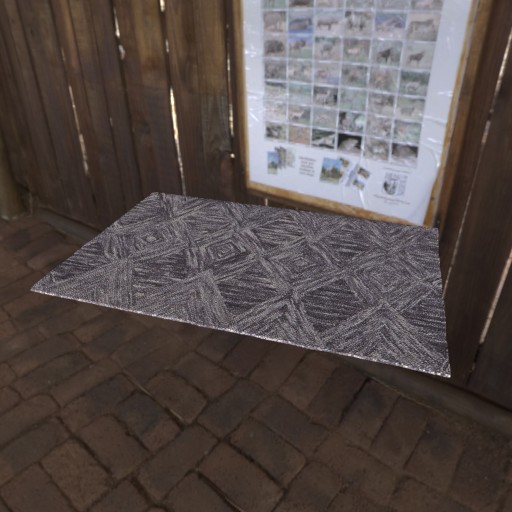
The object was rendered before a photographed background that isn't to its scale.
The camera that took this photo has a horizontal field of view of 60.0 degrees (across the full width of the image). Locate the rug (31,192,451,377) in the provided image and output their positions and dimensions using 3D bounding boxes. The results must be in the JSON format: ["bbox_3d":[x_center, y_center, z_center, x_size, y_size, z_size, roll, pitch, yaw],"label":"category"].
[{"bbox_3d":[0.000,0.000,2.280,1.814,0.012,1.186,9,32,15],"label":"rug"}]
